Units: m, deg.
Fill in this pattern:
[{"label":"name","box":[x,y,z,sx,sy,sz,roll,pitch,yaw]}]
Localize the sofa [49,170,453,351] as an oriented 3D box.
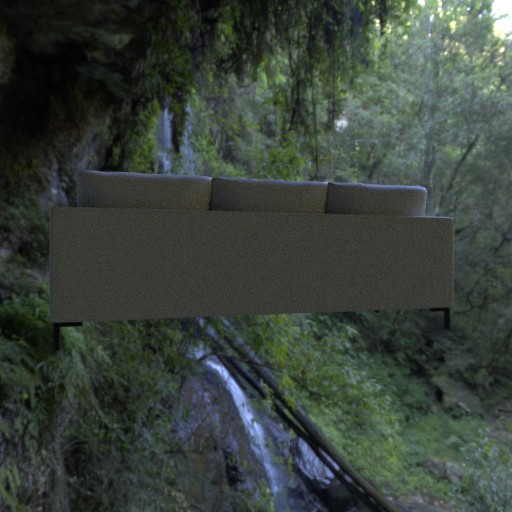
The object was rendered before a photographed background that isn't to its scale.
[{"label":"sofa","box":[0.000,0.000,2.738,2.218,0.874,0.859,0,0,-16]}]
